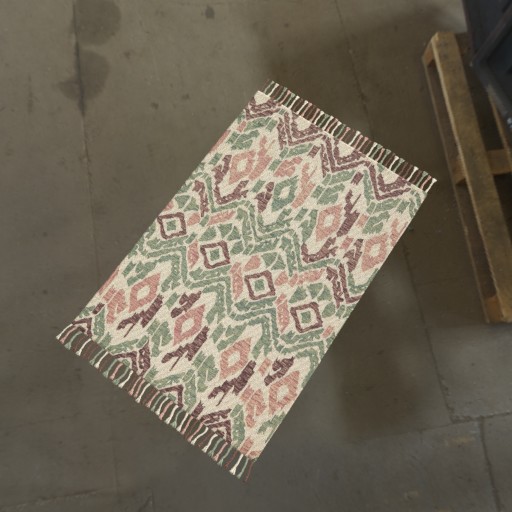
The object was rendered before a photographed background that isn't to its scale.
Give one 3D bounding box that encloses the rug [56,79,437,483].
[{"bbox_3d":[0.000,0.000,3.049,1.524,0.011,2.438,34,78,8],"label":"rug"}]
